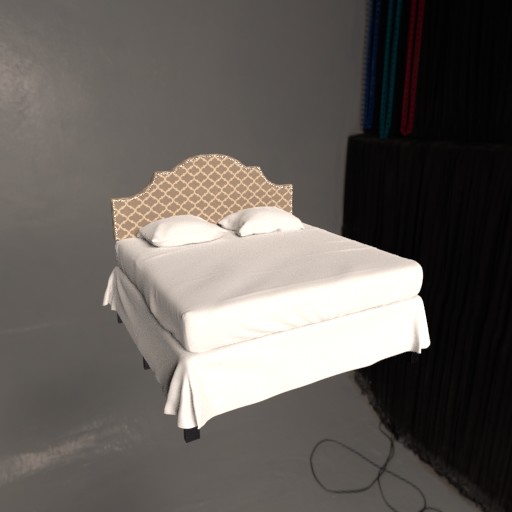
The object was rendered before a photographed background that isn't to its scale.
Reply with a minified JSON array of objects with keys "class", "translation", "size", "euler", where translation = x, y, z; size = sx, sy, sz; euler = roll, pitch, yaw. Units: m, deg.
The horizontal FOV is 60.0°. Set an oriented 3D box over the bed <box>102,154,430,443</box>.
[{"class":"bed","translation":[0.000,0.000,3.841],"size":[2.314,1.601,2.222],"euler":[-9,19,-27]}]
